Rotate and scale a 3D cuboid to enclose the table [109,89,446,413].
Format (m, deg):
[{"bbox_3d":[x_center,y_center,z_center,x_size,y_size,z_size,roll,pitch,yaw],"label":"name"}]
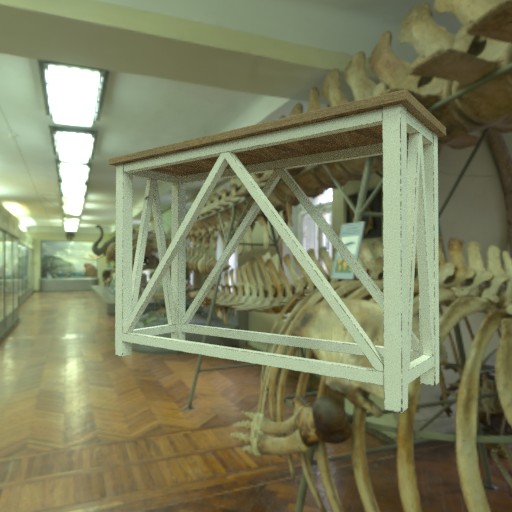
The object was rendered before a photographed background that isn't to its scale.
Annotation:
[{"bbox_3d":[0.000,0.000,1.852,1.400,0.930,0.450,-1,-1,37],"label":"table"}]
